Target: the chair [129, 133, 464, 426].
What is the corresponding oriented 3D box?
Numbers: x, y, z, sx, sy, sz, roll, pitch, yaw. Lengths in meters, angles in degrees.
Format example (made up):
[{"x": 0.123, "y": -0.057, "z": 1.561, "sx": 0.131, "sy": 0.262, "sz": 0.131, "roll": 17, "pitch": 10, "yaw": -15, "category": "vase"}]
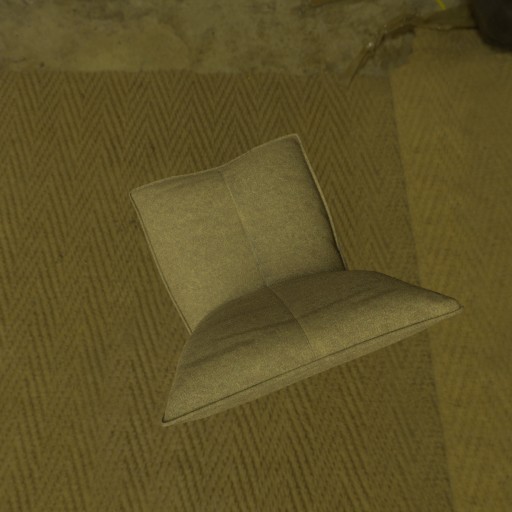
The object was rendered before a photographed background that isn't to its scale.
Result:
[{"x": 0.000, "y": 0.000, "z": 1.262, "sx": 0.597, "sy": 0.811, "sz": 0.696, "roll": -20, "pitch": 76, "yaw": -5, "category": "chair"}]
